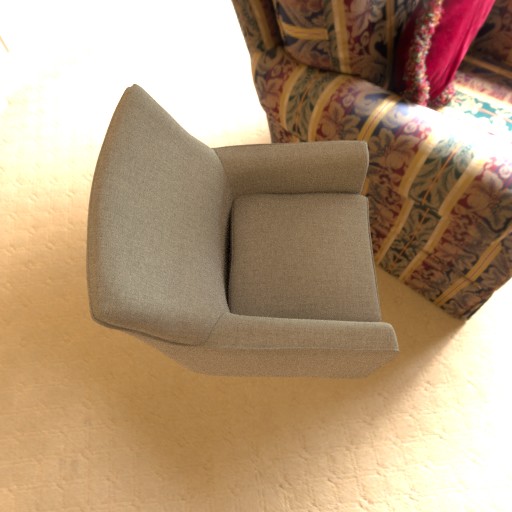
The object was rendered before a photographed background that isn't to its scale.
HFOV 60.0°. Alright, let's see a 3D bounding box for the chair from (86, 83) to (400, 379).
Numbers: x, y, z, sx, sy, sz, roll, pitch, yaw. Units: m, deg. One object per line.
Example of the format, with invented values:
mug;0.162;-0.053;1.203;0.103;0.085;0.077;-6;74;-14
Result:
chair;0.000;0.000;1.799;0.993;1.047;0.887;-1;64;0
